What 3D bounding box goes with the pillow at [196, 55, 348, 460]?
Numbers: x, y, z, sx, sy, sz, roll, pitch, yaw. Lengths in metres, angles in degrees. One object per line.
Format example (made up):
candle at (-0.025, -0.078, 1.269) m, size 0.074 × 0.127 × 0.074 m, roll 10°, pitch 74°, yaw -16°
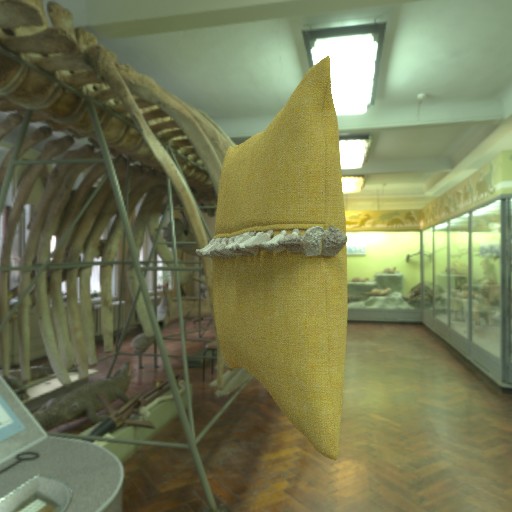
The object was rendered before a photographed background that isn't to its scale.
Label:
pillow at (0.000, 0.000, 0.737) m, size 0.167 × 0.481 × 0.485 m, roll 0°, pitch -1°, yaw -18°
